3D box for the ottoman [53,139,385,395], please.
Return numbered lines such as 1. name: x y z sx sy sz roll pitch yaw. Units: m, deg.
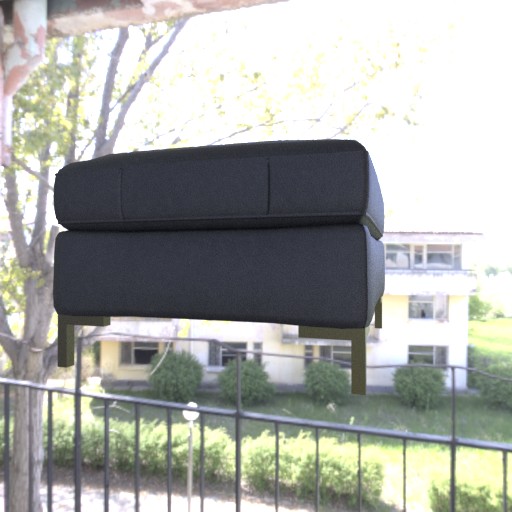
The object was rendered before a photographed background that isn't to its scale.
1. ottoman: 0.000 0.000 1.779 0.967 0.696 1.187 0 0 18
